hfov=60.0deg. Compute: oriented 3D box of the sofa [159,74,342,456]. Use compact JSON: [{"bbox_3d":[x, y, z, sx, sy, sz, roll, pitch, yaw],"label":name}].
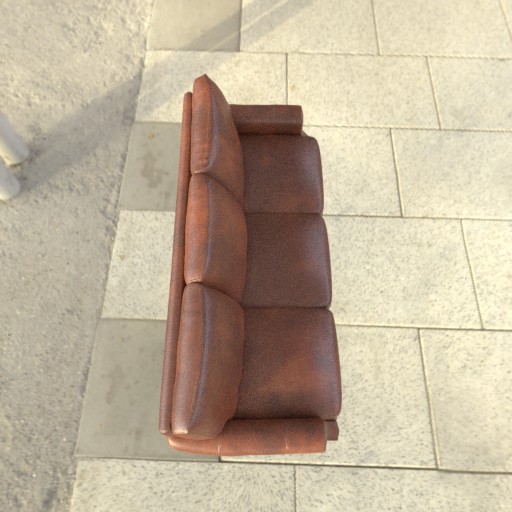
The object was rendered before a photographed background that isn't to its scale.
[{"bbox_3d":[0.000,0.000,2.853,0.973,0.977,2.351,-1,65,0],"label":"sofa"}]
